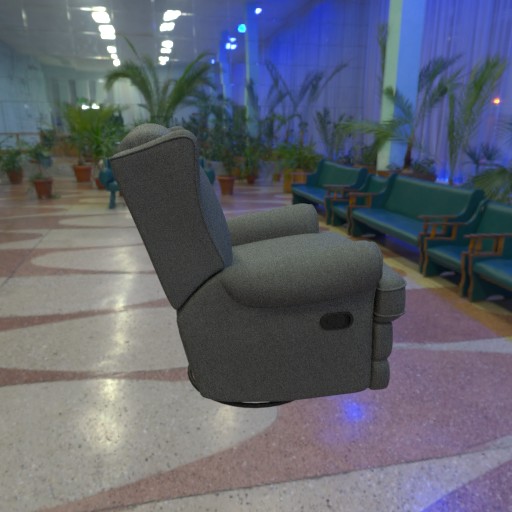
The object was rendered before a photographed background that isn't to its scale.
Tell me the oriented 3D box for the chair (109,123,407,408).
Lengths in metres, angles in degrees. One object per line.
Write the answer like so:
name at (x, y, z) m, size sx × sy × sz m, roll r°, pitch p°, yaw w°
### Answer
chair at (0.000, 0.000, 1.762) m, size 0.969 × 1.011 × 0.847 m, roll -3°, pitch 18°, yaw -10°
